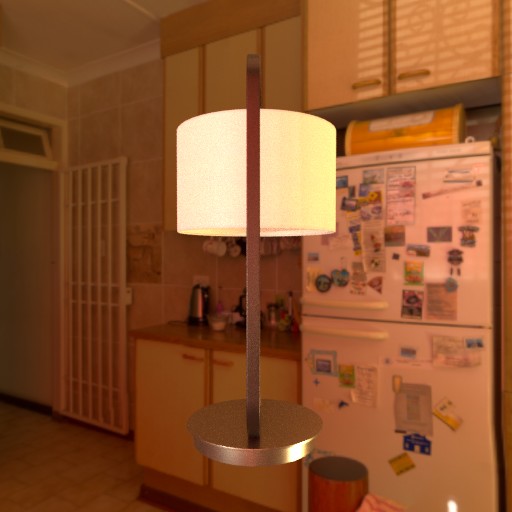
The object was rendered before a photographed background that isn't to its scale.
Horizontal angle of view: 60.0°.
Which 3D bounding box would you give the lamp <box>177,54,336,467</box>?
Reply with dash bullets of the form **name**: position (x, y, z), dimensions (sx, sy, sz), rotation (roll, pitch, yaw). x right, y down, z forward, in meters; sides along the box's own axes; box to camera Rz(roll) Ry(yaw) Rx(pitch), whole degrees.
- **lamp**: position (0.000, 0.000, 0.622), dimensions (0.230, 0.473, 0.288), rotation (0, 0, 1)
